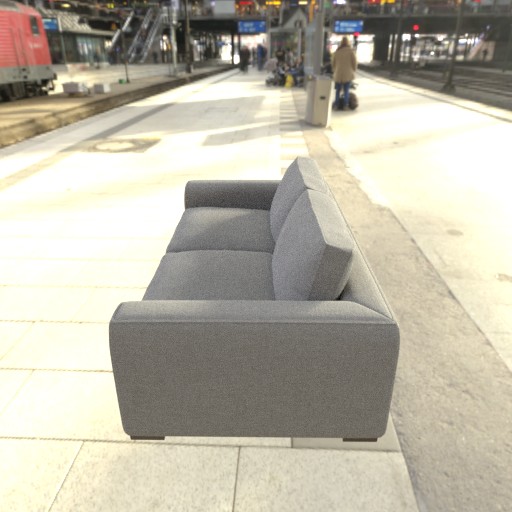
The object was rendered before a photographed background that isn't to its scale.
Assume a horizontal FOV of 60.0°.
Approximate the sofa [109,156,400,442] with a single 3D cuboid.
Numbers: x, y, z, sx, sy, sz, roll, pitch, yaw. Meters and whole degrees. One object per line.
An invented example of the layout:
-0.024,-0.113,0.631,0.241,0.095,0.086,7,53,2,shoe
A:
0.000,0.000,2.460,1.069,0.800,1.920,0,25,1,sofa
